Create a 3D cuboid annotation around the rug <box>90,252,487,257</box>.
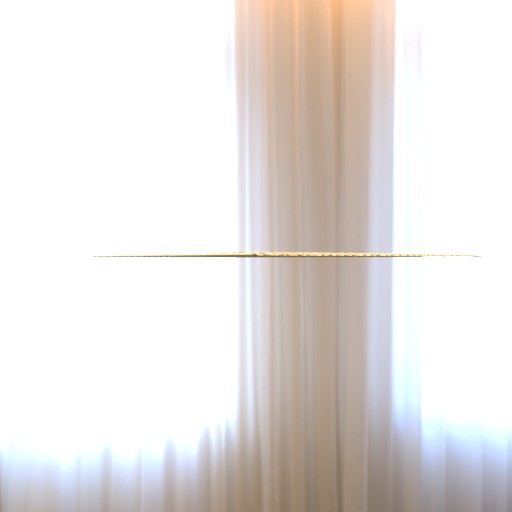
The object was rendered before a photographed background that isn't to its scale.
[{"bbox_3d":[0.000,0.000,2.348,1.230,0.014,1.847,0,0,-35],"label":"rug"}]
